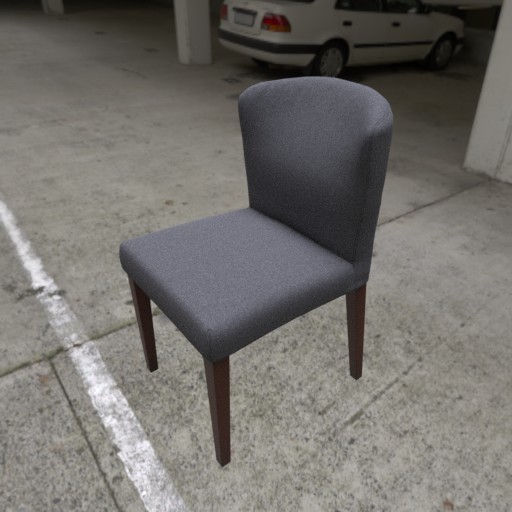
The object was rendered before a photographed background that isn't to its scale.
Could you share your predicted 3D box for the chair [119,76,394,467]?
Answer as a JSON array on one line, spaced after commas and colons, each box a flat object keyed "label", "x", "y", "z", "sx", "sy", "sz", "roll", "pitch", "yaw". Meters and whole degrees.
[{"label": "chair", "x": 0.000, "y": 0.000, "z": 1.189, "sx": 0.592, "sy": 0.839, "sz": 0.491, "roll": -21, "pitch": 36, "yaw": -31}]
